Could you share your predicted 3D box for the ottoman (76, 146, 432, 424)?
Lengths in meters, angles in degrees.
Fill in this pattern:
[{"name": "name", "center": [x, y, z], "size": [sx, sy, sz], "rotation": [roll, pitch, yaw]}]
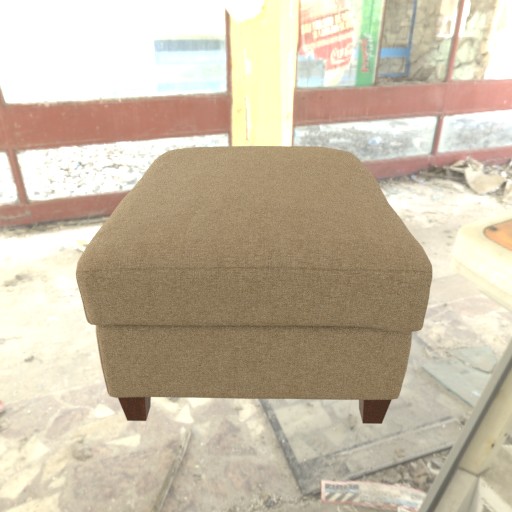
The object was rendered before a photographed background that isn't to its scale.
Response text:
[{"name": "ottoman", "center": [0.000, 0.000, 1.288], "size": [0.692, 0.511, 0.889], "rotation": [0, 27, 1]}]
